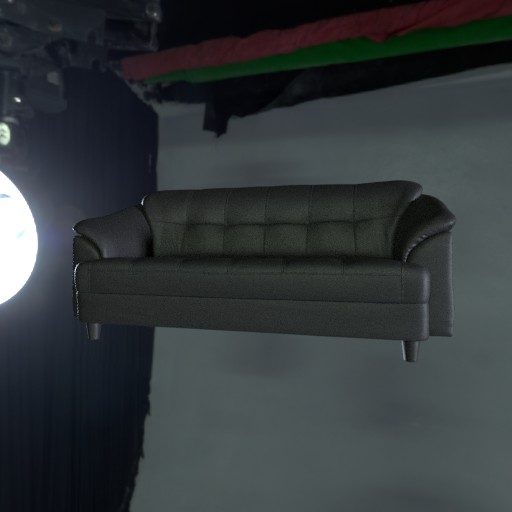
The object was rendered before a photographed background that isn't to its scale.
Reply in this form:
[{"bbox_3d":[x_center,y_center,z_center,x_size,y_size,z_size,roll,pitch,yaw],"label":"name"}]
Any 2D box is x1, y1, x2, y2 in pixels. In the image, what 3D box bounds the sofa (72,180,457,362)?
[{"bbox_3d":[0.000,0.000,2.249,1.829,0.811,0.800,0,1,17],"label":"sofa"}]
